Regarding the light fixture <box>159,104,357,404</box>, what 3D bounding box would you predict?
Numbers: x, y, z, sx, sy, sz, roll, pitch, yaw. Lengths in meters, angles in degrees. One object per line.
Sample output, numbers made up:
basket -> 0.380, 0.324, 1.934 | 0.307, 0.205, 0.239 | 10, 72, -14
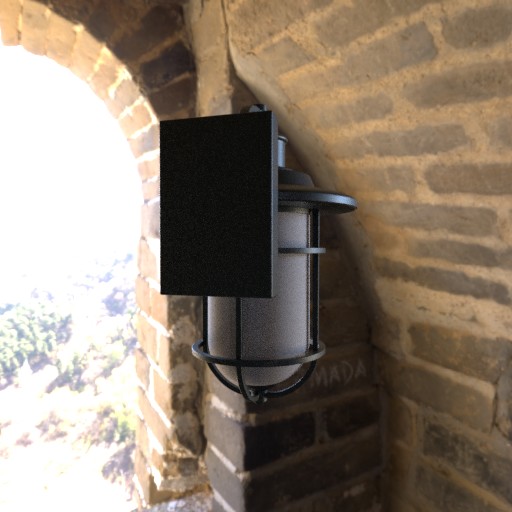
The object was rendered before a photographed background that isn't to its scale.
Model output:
light fixture -> 0.000, 0.000, 0.503 | 0.222, 0.345, 0.252 | 0, 1, 17
